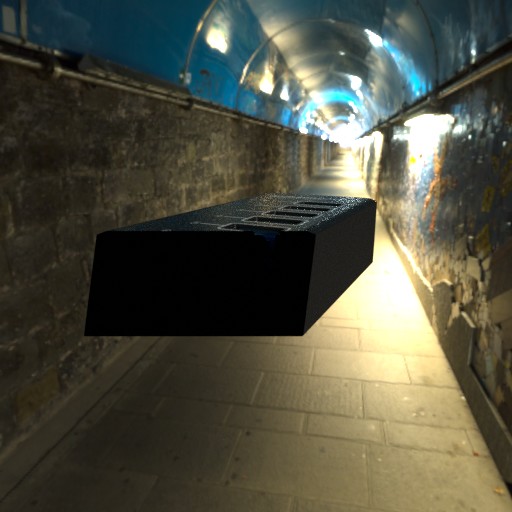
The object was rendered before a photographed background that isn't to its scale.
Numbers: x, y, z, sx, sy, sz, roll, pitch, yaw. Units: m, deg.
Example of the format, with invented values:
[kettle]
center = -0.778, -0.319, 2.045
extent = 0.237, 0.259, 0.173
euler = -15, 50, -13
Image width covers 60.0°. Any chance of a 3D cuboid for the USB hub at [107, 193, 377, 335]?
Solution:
[USB hub]
center = 0.000, 0.000, 0.124
extent = 0.044, 0.023, 0.110
euler = 7, 16, 26
